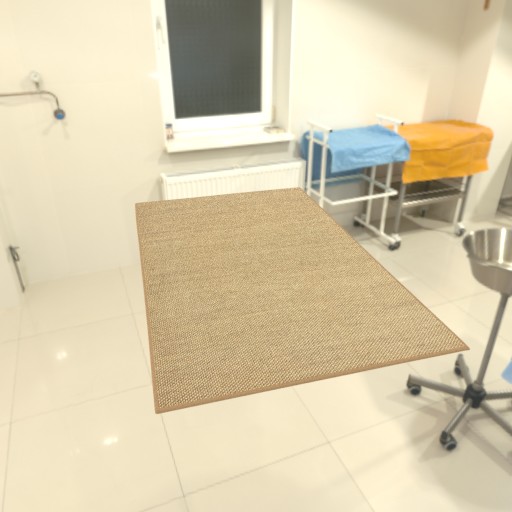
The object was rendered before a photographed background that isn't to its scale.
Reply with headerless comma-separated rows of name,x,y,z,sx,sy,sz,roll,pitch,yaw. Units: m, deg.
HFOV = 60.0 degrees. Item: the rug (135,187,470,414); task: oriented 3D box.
rug,0.000,0.000,2.092,1.061,0.012,1.668,-8,29,-13
